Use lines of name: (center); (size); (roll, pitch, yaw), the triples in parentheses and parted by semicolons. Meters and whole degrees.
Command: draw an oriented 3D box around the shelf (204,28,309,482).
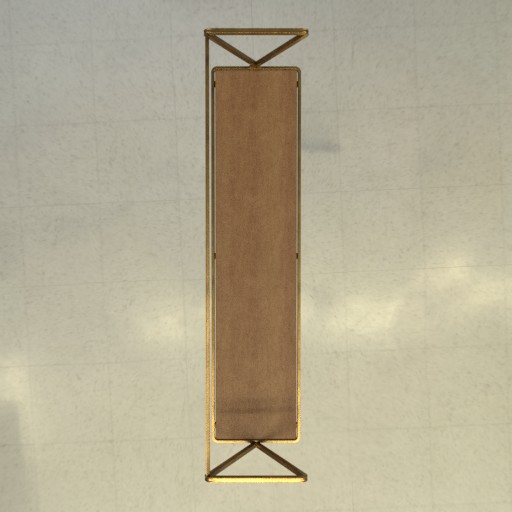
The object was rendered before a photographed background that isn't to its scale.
shelf: (0.000, 0.000, 0.743); (0.150, 0.229, 0.645); (0, 91, 0)
